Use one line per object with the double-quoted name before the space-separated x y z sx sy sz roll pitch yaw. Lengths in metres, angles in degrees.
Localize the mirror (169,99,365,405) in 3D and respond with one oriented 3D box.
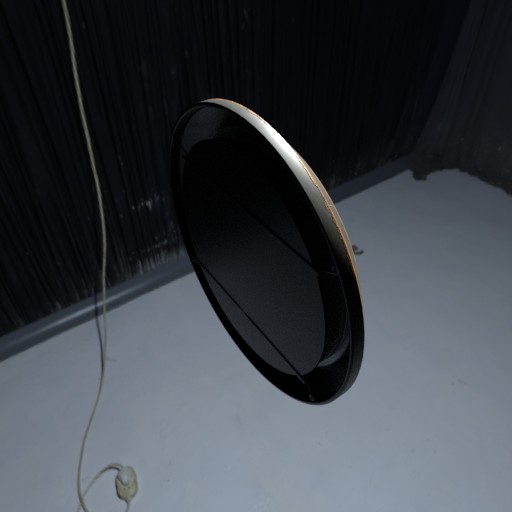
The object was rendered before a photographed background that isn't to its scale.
"mirror" 0.000 0.000 1.312 0.111 0.907 0.907 -25 47 -25
